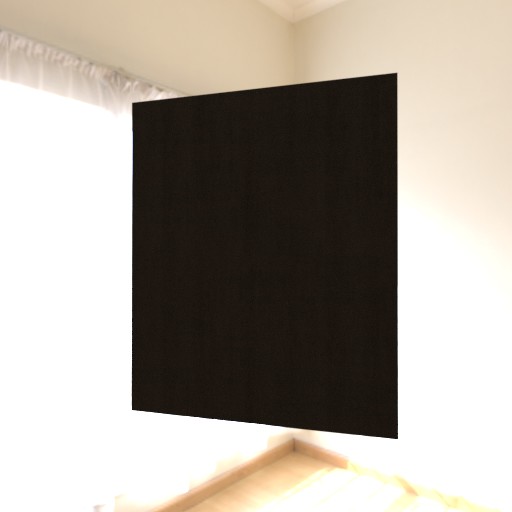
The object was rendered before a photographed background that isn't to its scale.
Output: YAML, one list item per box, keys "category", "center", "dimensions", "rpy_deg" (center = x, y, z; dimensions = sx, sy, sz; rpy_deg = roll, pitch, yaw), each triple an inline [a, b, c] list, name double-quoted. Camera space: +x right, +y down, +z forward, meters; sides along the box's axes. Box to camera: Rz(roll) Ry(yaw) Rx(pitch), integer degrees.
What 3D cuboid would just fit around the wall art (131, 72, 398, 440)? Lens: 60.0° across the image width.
- category: "wall art"
  center: [0.000, 0.000, 0.747]
  dimensions: [0.455, 0.552, 0.034]
  rpy_deg: [0, 0, 16]
